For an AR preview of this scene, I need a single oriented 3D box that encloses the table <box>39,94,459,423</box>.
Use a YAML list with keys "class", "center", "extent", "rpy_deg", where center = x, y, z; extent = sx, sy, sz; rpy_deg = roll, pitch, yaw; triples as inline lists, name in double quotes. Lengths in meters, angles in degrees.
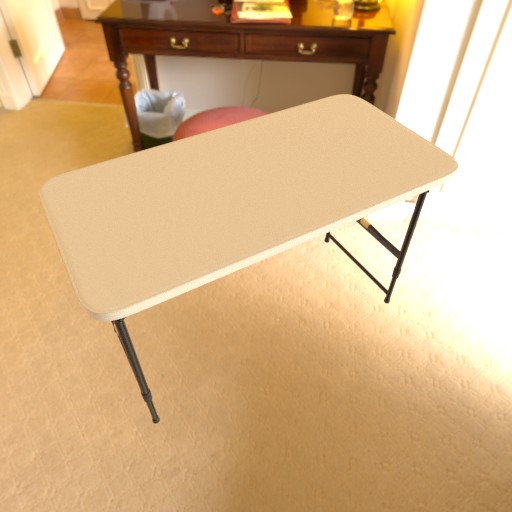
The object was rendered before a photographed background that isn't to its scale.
- class: "table"
  center: [0.000, 0.000, 1.644]
  extent: [1.219, 0.737, 0.610]
  rpy_deg: [-22, 50, -20]
